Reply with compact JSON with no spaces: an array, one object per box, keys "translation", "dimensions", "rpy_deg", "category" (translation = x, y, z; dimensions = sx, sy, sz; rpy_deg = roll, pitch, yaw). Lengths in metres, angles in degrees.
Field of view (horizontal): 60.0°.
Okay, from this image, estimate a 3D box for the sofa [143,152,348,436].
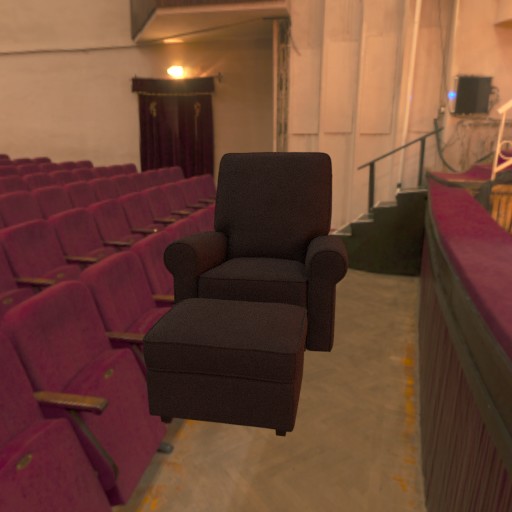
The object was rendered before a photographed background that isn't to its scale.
[{"translation":[0.000,0.000,2.156],"dimensions":[0.880,0.959,1.478],"rpy_deg":[3,15,10],"category":"sofa"}]
